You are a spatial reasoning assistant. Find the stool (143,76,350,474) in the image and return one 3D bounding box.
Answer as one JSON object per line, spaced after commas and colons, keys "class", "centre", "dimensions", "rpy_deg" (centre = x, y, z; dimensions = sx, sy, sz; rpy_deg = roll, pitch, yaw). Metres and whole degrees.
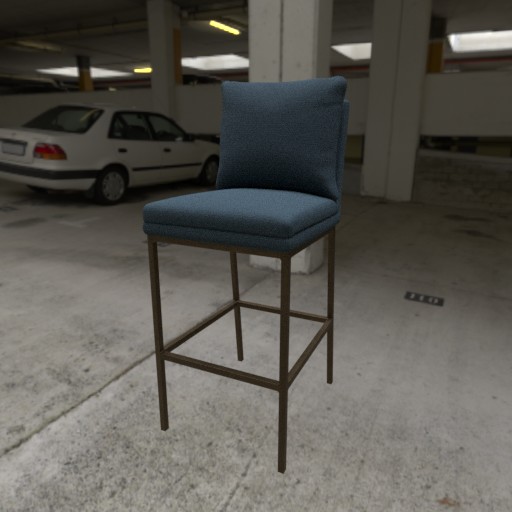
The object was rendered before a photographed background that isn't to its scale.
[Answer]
{"class": "stool", "centre": [0.000, 0.000, 1.459], "dimensions": [0.463, 1.124, 0.568], "rpy_deg": [8, 18, 25]}
